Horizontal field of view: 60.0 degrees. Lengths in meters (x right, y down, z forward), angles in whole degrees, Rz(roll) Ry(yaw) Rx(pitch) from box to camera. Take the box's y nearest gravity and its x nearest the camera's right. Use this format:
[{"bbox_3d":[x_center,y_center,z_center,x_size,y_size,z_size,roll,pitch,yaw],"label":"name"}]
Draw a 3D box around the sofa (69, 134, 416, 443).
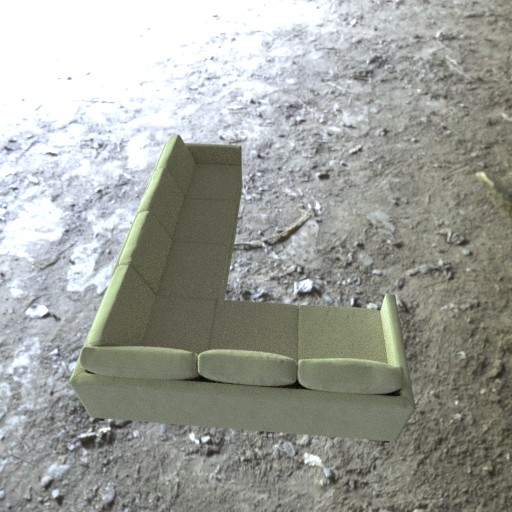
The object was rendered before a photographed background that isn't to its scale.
[{"bbox_3d":[0.000,0.000,4.322,2.432,0.863,3.182,3,46,3],"label":"sofa"}]
